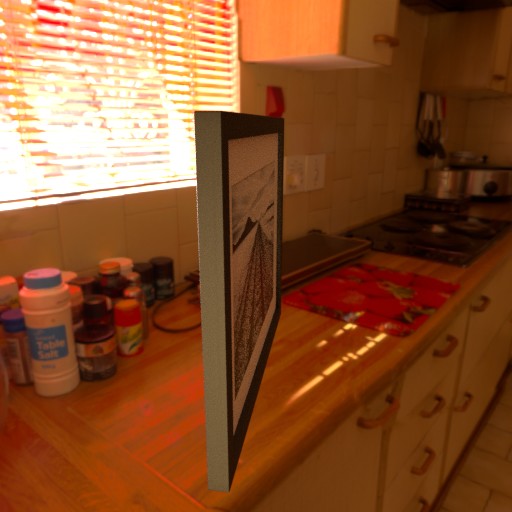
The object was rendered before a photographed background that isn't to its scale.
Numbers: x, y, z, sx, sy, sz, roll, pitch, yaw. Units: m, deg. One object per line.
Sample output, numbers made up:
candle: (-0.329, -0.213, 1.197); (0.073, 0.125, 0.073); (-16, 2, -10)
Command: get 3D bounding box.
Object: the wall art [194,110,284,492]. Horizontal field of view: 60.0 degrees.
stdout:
wall art: (0.000, 0.000, 0.759); (0.029, 0.458, 0.559); (3, 17, 9)
